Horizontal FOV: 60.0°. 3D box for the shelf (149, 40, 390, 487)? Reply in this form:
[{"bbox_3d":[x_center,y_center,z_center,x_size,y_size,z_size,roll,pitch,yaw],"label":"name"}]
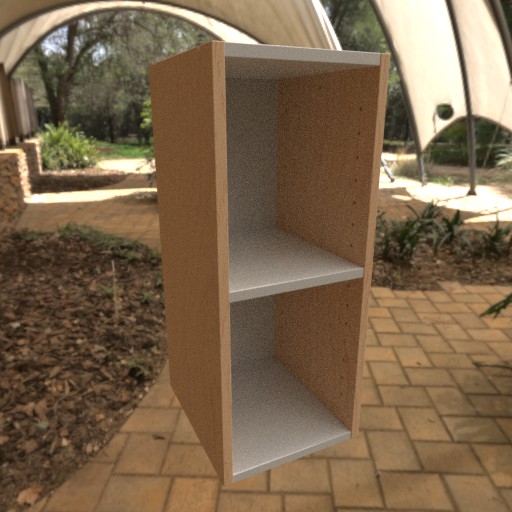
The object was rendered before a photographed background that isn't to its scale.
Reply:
[{"bbox_3d":[0.000,0.000,0.739,0.250,0.600,0.290,-8,20,-25],"label":"shelf"}]
